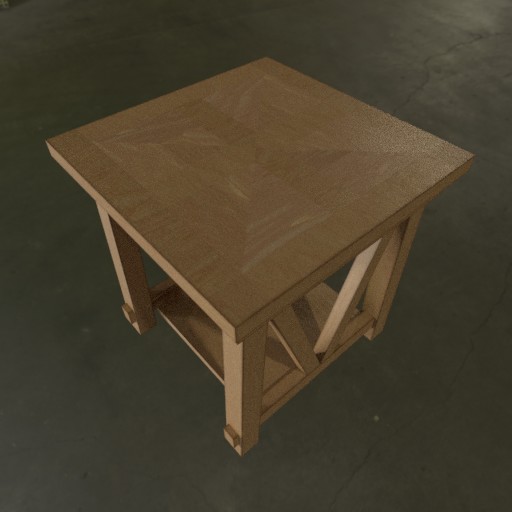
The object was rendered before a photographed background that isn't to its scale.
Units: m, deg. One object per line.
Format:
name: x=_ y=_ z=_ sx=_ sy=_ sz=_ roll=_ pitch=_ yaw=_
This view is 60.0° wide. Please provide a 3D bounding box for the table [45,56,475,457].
table: x=0.000 y=0.000 z=1.121 sx=0.612 sy=0.638 sz=0.610 roll=-33 pitch=55 yaw=-27
